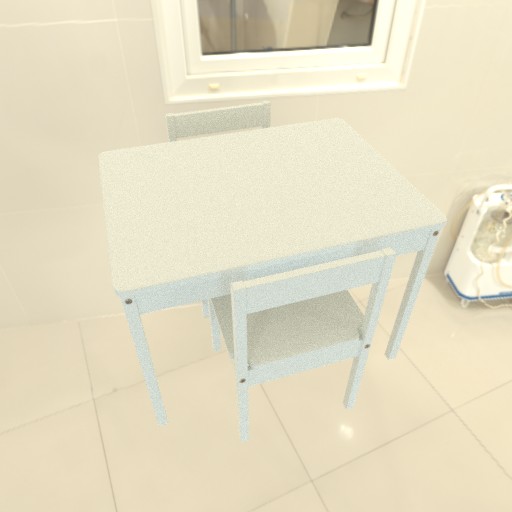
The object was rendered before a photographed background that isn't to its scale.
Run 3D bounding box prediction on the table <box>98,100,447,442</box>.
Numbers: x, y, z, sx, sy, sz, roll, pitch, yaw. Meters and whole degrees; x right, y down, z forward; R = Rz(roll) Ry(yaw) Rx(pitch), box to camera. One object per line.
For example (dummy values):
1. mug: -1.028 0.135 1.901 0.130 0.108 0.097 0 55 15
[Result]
1. table: 0.000 0.000 1.118 0.650 0.503 0.672 -12 43 -13
